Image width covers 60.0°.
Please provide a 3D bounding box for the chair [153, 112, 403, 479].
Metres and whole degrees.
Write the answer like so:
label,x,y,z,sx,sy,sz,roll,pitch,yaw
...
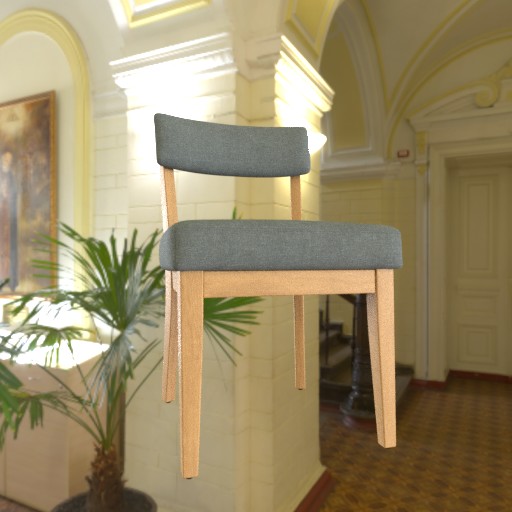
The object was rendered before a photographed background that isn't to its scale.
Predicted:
label,x,y,z,sx,sy,sz,roll,pitch,yaw
chair,0.000,0.000,1.144,0.508,0.832,0.572,0,0,-18
